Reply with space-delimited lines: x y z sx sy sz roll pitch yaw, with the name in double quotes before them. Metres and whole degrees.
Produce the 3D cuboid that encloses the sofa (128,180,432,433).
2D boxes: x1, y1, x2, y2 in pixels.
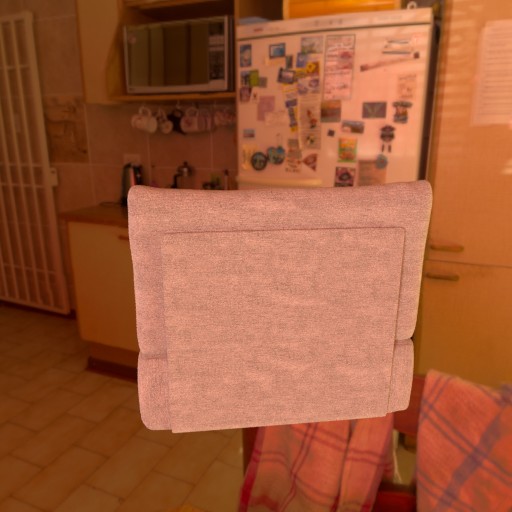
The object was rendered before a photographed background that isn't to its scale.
"sofa" 0.000 0.000 2.045 0.930 0.820 1.450 -2 16 -7
